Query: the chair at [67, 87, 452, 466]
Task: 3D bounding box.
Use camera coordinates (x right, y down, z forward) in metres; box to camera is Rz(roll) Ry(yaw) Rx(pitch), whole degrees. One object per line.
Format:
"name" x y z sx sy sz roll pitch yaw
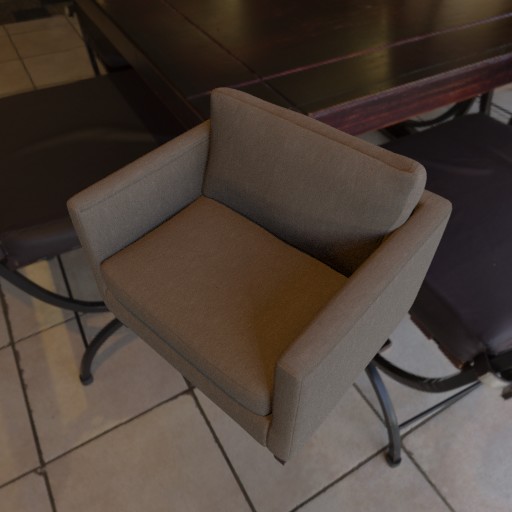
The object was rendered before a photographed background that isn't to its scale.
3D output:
"chair" 0.000 0.000 1.784 1.107 0.963 0.959 32 55 26
